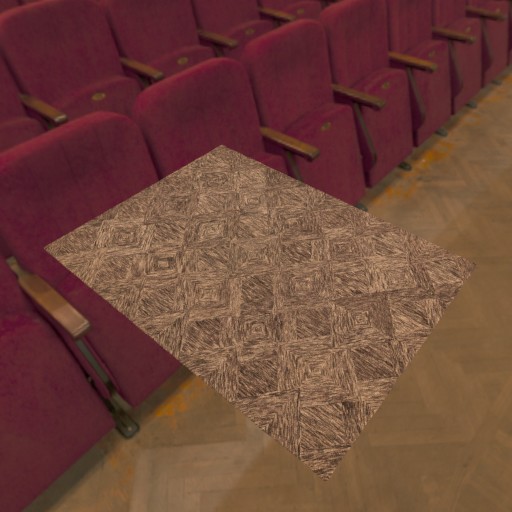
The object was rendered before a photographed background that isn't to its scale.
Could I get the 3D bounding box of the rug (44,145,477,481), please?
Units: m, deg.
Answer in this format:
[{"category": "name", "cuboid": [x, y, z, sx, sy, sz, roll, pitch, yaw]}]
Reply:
[{"category": "rug", "cuboid": [0.000, 0.000, 4.098, 3.204, 0.017, 2.448, 31, 52, 28]}]
